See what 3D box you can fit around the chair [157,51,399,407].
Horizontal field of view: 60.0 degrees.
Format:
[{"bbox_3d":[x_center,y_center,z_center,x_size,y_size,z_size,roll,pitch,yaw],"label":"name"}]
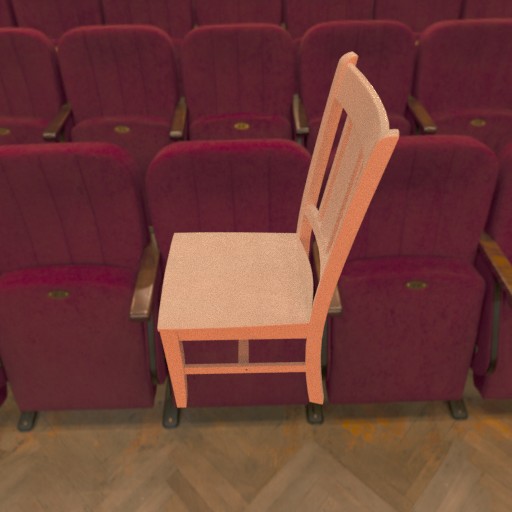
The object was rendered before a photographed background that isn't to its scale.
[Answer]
[{"bbox_3d":[0.000,0.000,1.301,0.555,0.998,0.450,-1,43,-1],"label":"chair"}]
